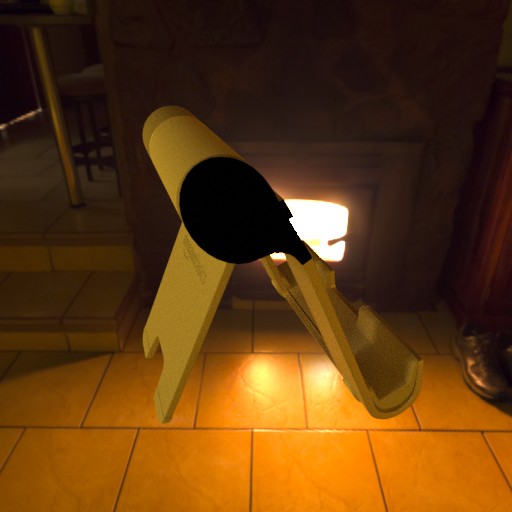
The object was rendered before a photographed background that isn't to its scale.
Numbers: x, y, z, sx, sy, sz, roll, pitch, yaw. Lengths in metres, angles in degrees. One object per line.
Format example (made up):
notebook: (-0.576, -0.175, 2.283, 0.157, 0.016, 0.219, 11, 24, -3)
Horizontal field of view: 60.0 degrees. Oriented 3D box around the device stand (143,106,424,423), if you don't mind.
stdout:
device stand: (0.000, 0.000, 0.146, 0.079, 0.084, 0.086, -9, 30, -17)
